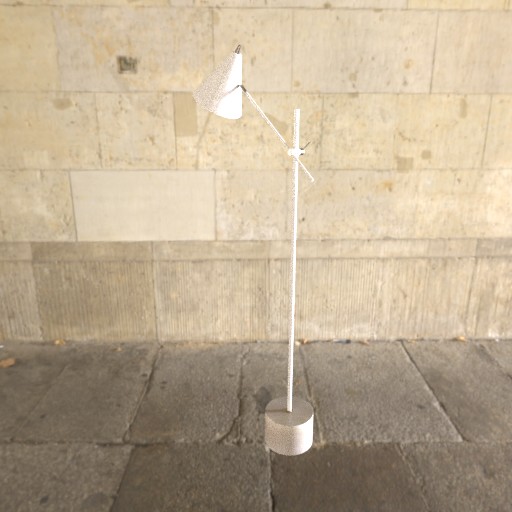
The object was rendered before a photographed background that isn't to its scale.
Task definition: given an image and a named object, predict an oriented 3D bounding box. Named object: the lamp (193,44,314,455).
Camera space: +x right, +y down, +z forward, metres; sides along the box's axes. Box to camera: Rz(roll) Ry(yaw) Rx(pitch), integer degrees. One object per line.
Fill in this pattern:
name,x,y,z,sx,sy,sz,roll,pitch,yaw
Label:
lamp,0.000,0.000,1.628,0.508,1.430,0.223,16,23,43
